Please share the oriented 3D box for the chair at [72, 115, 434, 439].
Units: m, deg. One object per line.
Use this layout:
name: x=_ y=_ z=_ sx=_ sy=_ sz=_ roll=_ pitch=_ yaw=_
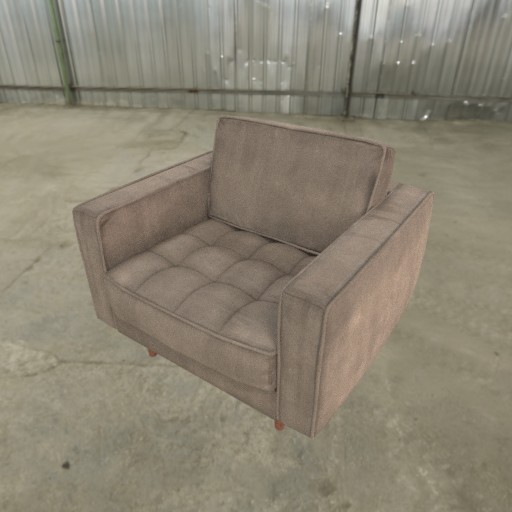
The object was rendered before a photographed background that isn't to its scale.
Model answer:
chair: x=0.000 y=0.000 z=1.495 sx=0.928 sy=0.773 sz=0.843 roll=20 pitch=36 yaw=29
